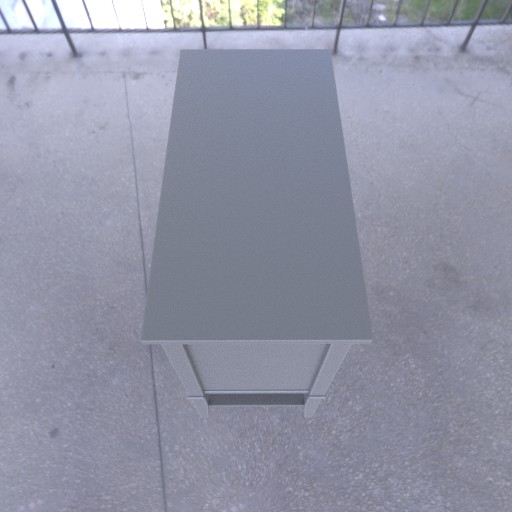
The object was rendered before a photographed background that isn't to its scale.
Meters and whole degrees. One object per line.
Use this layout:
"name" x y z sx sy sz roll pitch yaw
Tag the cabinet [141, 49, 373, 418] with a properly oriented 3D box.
"cabinet" 0.000 0.000 1.293 0.396 0.780 0.801 0 59 0
